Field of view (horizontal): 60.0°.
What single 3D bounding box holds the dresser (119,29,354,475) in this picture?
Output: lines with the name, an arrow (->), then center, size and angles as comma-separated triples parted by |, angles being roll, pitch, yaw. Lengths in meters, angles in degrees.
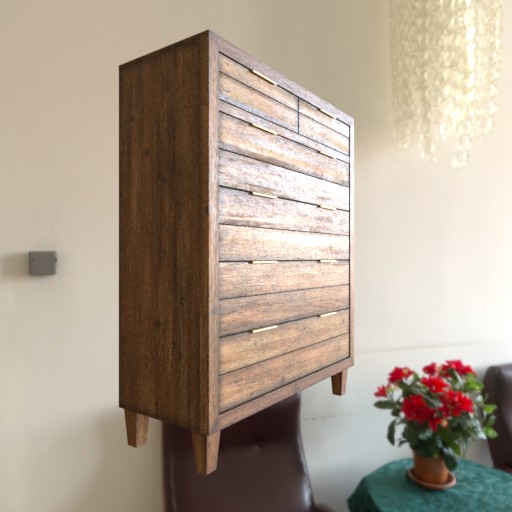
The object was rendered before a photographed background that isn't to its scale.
dresser -> 0.000, 0.000, 1.884 | 0.438, 1.359, 1.067 | 0, 0, 36
